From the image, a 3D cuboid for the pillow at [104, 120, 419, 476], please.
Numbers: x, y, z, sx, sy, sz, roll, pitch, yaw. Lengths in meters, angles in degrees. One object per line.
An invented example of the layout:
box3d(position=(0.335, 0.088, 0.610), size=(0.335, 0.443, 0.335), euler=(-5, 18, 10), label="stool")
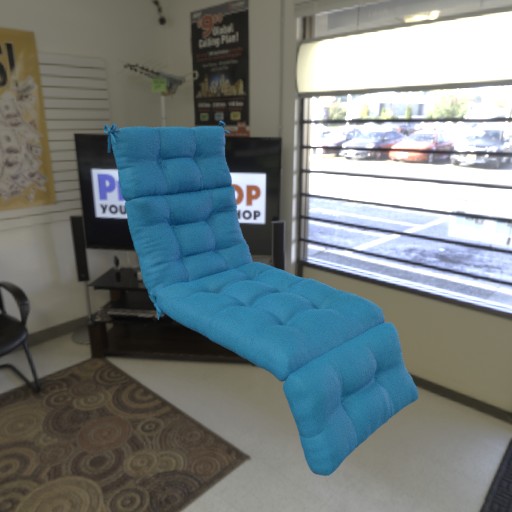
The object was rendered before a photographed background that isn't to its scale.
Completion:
box3d(position=(0.000, 0.000, 1.471), size=(0.526, 0.863, 1.016), euler=(-16, 23, -42), label="pillow")
